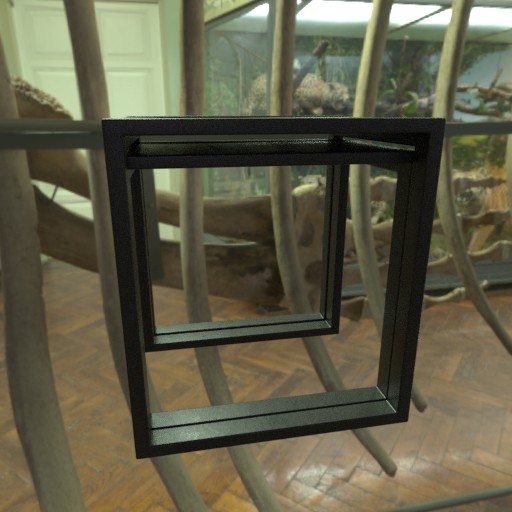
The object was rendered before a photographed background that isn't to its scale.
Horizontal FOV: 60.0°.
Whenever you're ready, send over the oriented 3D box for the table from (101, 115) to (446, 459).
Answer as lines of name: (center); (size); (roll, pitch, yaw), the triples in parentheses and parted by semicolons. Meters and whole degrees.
table: (0.000, 0.000, 0.916); (0.500, 0.550, 0.449); (-3, 18, -11)
